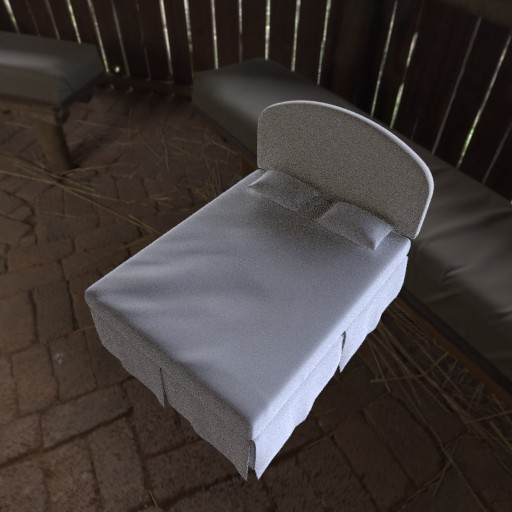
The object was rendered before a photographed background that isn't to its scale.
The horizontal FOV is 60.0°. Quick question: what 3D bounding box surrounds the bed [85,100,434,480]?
[{"bbox_3d":[0.000,0.000,3.093,1.607,1.410,2.005,30,53,27],"label":"bed"}]
